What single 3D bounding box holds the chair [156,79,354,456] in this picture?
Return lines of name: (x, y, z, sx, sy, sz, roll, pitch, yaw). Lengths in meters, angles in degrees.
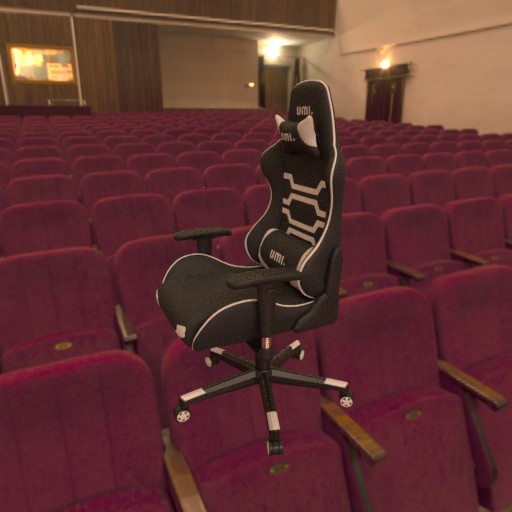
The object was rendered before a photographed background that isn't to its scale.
chair: (0.000, 0.000, 1.658, 0.700, 1.240, 0.700, -8, 19, -24)
